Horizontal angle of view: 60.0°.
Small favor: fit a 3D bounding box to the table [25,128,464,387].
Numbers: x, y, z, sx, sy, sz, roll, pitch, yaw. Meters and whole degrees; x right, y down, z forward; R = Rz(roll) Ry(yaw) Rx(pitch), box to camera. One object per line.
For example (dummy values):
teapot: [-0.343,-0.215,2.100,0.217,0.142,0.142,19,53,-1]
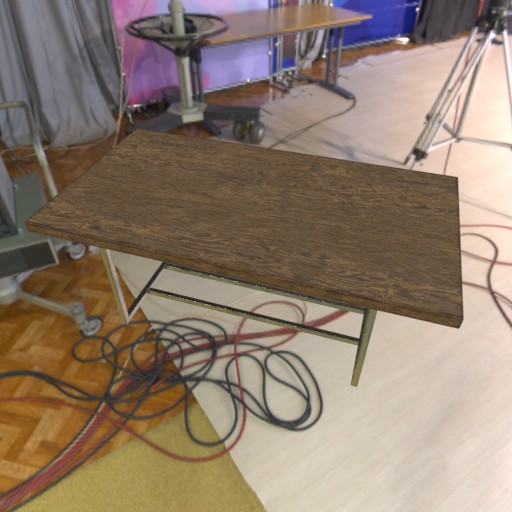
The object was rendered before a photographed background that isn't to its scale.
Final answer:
table: [0.000,0.000,2.539,1.989,0.795,1.078,12,42,13]
